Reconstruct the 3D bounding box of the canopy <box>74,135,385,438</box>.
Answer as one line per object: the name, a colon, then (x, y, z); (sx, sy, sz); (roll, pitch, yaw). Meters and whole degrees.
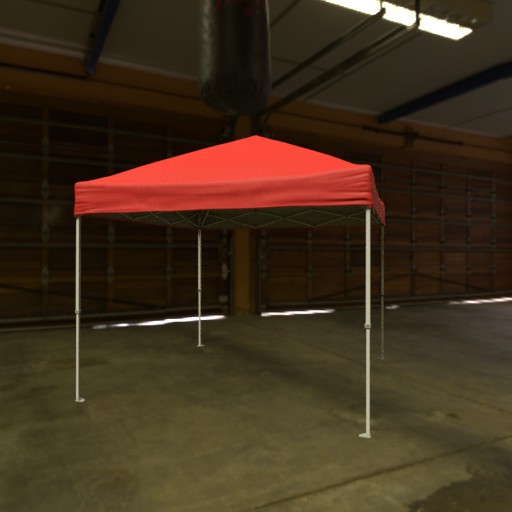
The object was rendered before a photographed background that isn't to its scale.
canopy: (0.000, 0.000, 5.523); (2.998, 2.997, 2.996); (0, 0, 18)
